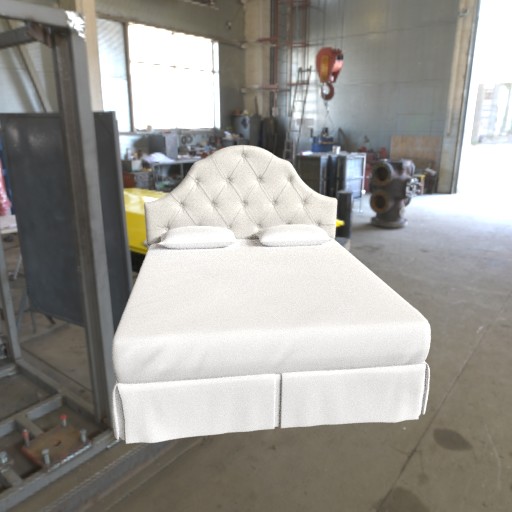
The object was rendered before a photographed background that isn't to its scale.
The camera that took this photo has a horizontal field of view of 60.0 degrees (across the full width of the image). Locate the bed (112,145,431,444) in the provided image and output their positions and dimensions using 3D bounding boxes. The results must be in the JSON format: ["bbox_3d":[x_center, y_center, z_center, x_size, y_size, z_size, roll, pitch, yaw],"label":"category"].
[{"bbox_3d":[0.000,0.000,3.536,2.008,1.615,2.214,-2,17,-7],"label":"bed"}]
